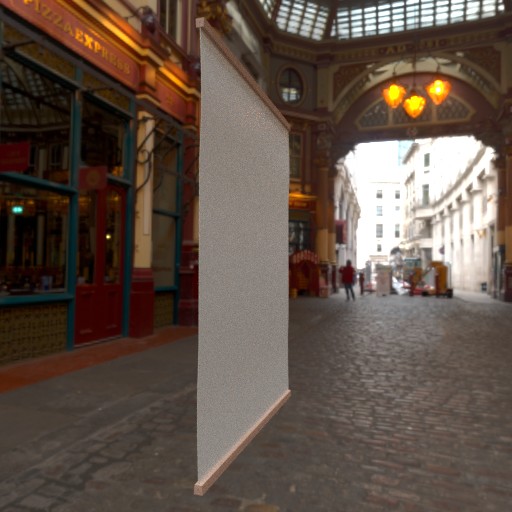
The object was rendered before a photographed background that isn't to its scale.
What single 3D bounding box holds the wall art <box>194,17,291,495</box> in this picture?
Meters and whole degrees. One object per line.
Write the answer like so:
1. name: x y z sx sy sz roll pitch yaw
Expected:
1. wall art: 0.000 0.000 1.294 0.020 1.013 0.758 -1 -2 18
